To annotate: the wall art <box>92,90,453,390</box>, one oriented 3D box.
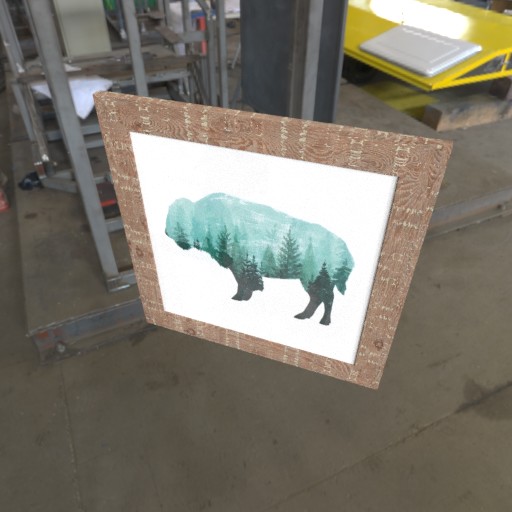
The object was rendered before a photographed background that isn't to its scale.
[{"bbox_3d":[0.000,0.000,0.575,0.380,0.380,0.022,13,42,15],"label":"wall art"}]
